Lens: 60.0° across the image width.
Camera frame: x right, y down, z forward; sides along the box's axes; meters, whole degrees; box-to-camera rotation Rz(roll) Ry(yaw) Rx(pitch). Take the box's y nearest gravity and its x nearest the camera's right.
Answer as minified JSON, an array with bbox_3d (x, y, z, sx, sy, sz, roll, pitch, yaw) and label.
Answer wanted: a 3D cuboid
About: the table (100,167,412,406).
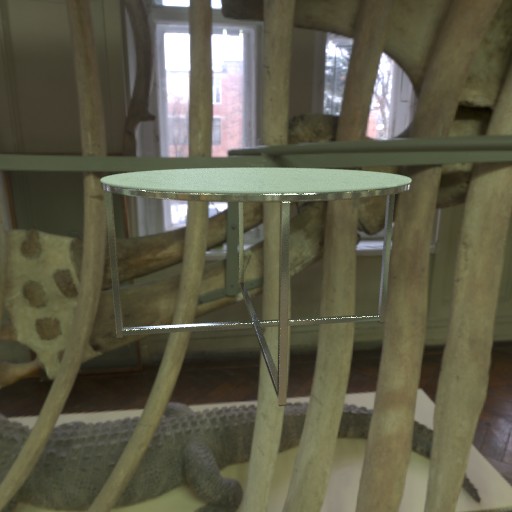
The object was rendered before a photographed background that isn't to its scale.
[{"bbox_3d":[0.000,0.000,1.259,0.800,0.450,0.800,0,14,0],"label":"table"}]
